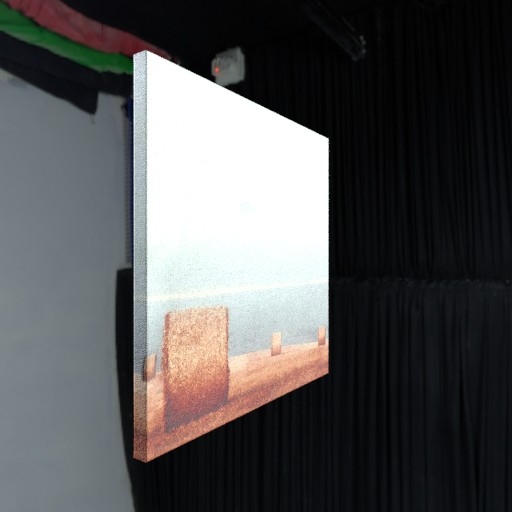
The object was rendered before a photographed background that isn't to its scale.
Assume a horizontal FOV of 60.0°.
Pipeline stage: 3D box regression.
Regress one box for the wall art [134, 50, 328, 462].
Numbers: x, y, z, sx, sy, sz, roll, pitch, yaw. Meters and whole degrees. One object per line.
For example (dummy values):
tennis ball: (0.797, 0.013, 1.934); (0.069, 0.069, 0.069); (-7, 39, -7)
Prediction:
wall art: (0.000, 0.000, 1.138); (0.042, 0.760, 0.760); (0, 0, 35)
